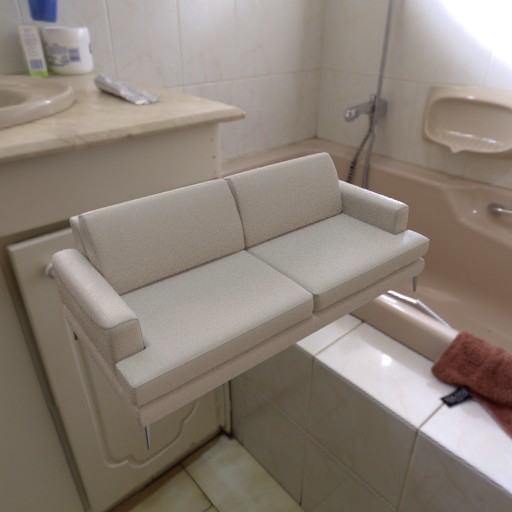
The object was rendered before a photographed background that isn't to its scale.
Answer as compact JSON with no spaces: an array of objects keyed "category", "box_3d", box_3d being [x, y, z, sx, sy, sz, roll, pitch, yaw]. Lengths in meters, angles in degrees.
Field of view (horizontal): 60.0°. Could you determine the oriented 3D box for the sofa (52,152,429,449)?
[{"category":"sofa","box_3d":[0.000,0.000,2.469,1.940,0.765,0.974,-21,36,-33]}]
